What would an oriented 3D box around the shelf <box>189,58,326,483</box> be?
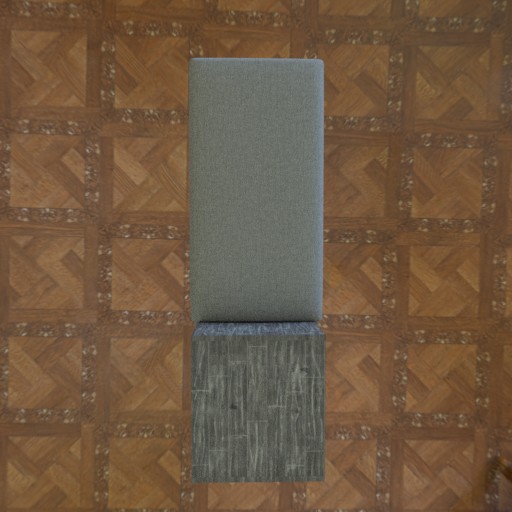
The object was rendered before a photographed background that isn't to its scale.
[{"bbox_3d":[0.000,0.000,1.608,0.457,0.633,1.342,0,92,-1],"label":"shelf"}]
